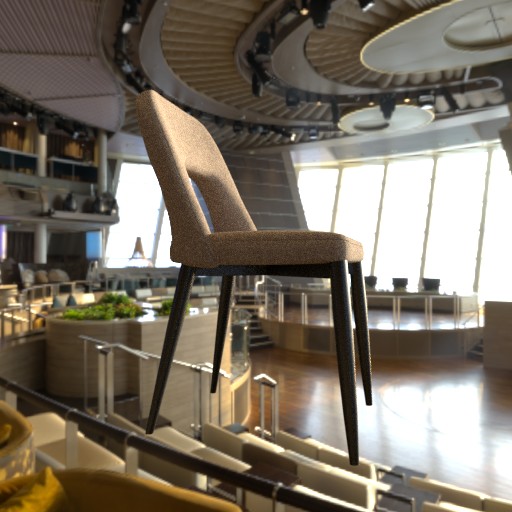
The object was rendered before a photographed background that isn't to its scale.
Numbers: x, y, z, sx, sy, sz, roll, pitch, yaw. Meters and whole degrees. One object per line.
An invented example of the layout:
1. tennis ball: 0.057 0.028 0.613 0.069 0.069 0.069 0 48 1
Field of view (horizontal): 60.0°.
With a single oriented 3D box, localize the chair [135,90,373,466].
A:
1. chair: 0.000 0.000 1.261 0.612 0.931 0.470 0 -1 19
